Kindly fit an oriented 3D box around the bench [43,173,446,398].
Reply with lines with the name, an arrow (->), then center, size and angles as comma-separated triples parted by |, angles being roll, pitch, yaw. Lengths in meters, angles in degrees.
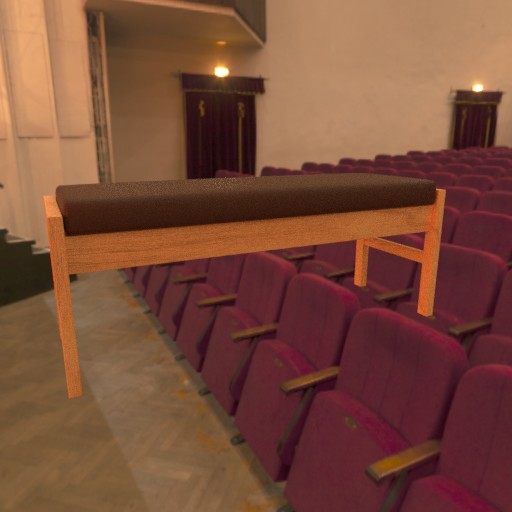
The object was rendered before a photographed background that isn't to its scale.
bench -> 0.000, 0.000, 1.439 | 1.200, 0.480, 0.405 | -7, 16, -25
